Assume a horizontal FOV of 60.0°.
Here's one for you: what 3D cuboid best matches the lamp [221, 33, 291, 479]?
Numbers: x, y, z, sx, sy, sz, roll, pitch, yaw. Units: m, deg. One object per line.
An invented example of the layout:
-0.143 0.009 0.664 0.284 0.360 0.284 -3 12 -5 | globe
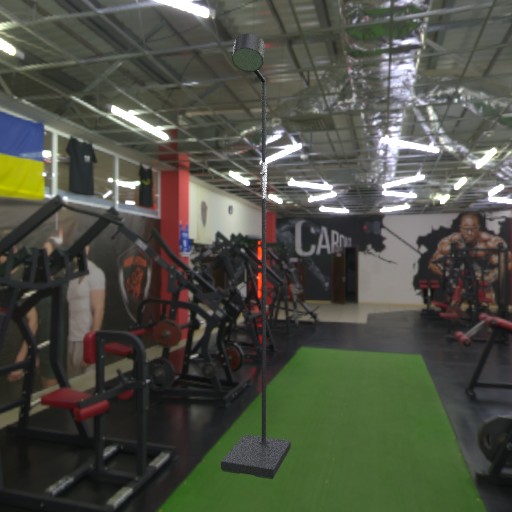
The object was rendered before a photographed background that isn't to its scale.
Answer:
0.000 0.000 1.718 0.203 1.600 0.304 0 0 18 | lamp
